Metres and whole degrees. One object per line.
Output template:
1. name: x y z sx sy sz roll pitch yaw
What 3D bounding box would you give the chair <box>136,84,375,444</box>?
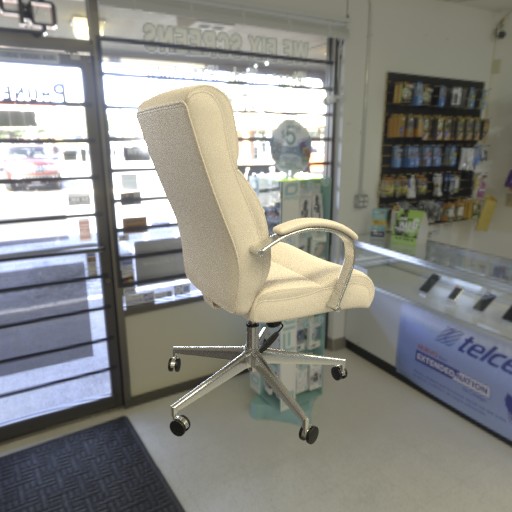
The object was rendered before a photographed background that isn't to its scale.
1. chair: 0.000 0.000 1.591 0.745 1.099 0.727 -7 16 -27
